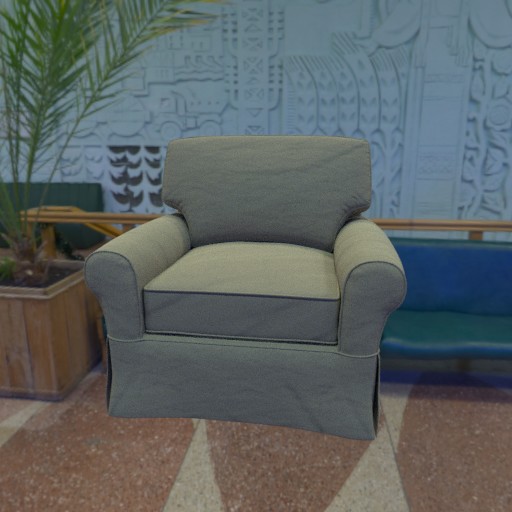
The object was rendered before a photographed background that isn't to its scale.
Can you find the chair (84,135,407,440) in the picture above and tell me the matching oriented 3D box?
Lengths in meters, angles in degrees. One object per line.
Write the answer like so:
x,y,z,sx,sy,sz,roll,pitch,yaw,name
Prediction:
0.000,0.000,1.909,1.135,1.017,0.988,2,14,8,chair
